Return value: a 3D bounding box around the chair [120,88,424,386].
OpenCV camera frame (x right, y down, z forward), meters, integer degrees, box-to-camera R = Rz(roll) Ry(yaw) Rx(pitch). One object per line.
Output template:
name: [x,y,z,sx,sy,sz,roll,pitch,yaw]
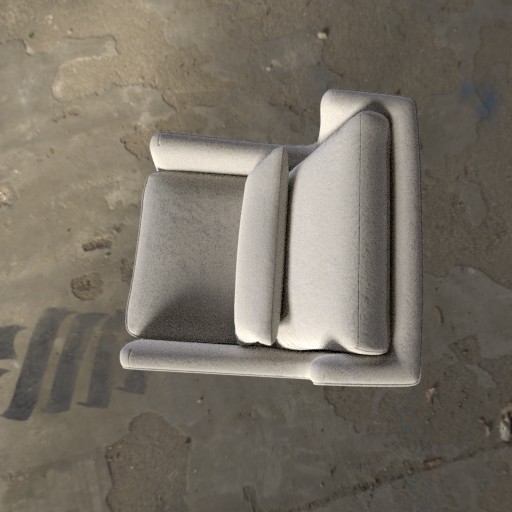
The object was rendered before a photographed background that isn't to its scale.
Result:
chair: [0.000,0.000,1.857,1.040,1.056,0.982,4,76,1]
